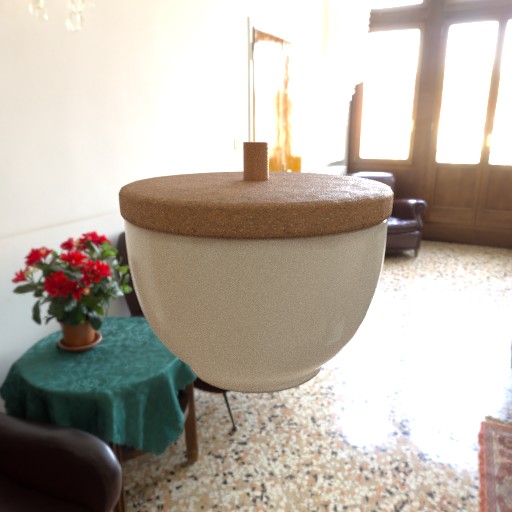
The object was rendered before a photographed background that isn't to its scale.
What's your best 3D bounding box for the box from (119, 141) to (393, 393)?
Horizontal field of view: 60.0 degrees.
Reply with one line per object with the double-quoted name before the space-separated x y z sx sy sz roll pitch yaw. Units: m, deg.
"box" 0.000 0.000 0.188 0.107 0.094 0.107 0 16 0
